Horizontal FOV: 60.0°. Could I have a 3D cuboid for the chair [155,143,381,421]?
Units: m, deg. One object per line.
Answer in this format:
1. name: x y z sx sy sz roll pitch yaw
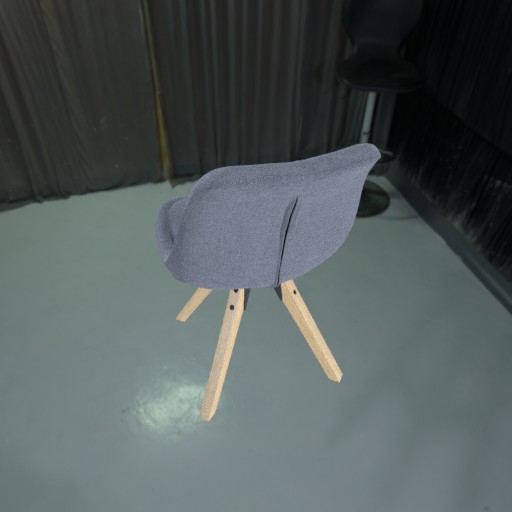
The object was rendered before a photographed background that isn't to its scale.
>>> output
1. chair: 0.000 0.000 1.170 0.485 0.850 0.550 -12 44 -13
